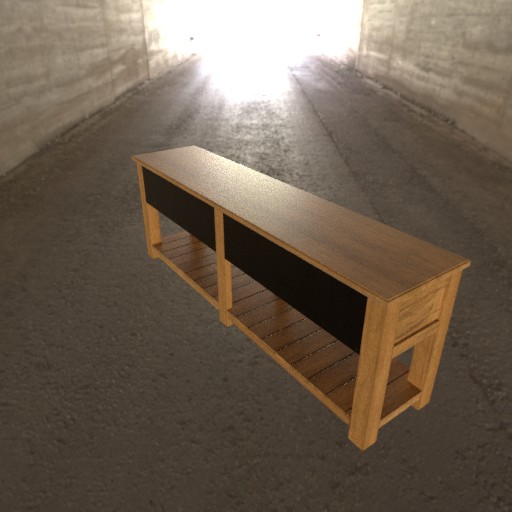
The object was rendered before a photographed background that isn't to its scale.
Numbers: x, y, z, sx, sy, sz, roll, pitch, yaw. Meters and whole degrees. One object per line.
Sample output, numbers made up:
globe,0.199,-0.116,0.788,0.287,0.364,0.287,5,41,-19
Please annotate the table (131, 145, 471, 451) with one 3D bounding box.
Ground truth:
table,0.000,0.000,2.118,0.425,0.635,1.815,-19,33,-31
